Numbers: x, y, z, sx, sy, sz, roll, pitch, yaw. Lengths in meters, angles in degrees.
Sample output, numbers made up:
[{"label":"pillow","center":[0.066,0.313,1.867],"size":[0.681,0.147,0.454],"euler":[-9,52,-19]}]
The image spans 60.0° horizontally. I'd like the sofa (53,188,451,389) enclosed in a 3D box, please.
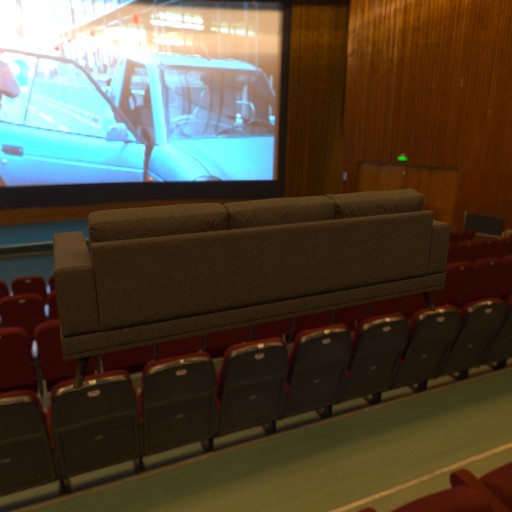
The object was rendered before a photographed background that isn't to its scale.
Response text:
[{"label":"sofa","center":[0.000,0.000,2.771],"size":[2.310,0.810,0.920],"euler":[-7,18,-23]}]
